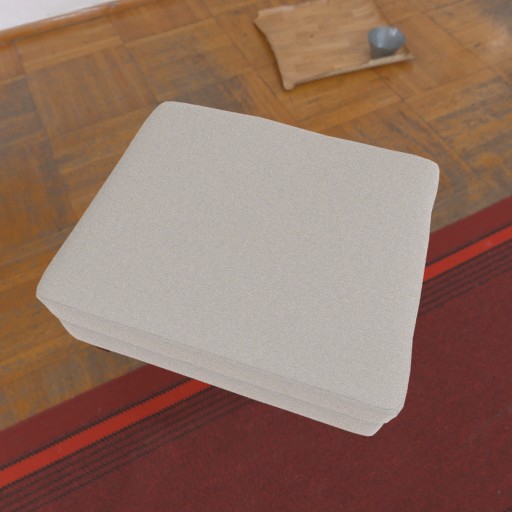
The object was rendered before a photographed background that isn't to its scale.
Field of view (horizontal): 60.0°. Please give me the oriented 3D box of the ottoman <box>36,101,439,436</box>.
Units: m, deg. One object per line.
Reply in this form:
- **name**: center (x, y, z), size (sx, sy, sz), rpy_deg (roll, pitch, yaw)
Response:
- **ottoman**: center (0.000, 0.000, 1.436), size (0.976, 0.492, 0.836), rpy_deg (16, 59, 10)
